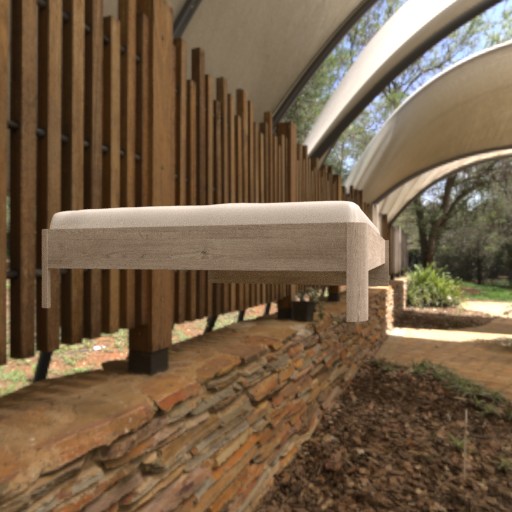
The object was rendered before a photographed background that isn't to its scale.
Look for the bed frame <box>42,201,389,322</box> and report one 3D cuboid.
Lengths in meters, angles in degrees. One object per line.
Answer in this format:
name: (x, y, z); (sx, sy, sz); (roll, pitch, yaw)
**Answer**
bed frame: (0.000, 0.000, 2.683); (1.490, 0.462, 1.950); (0, 0, 18)
